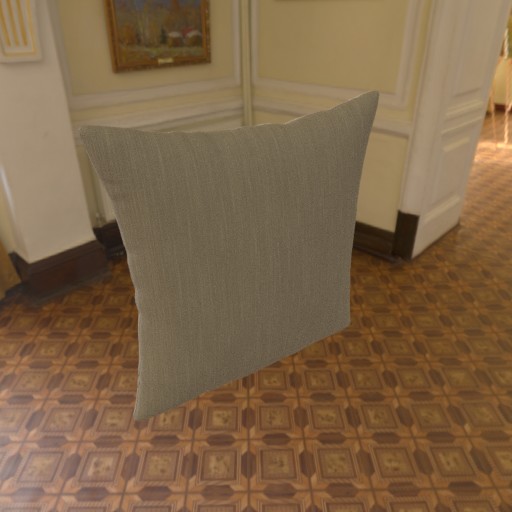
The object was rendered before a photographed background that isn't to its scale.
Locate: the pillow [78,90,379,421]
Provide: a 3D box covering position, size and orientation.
[{"bbox_3d":[0.000,0.000,0.775,0.511,0.509,0.161,-18,33,-29],"label":"pillow"}]
